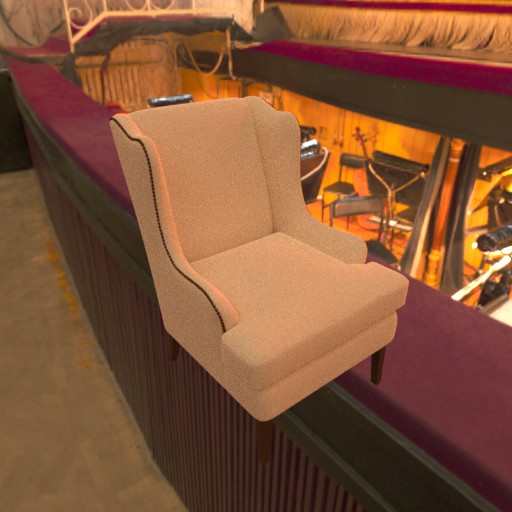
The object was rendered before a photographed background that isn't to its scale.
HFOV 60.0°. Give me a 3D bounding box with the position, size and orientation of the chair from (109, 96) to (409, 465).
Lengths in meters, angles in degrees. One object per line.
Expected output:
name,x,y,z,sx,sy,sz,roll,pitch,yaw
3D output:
chair,0.000,0.000,1.722,0.737,1.029,0.940,-21,35,-33
